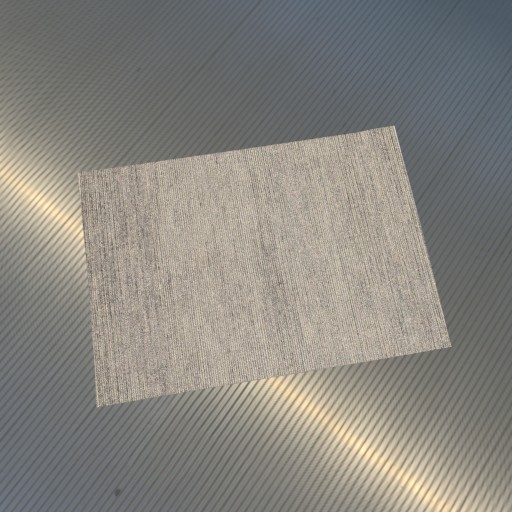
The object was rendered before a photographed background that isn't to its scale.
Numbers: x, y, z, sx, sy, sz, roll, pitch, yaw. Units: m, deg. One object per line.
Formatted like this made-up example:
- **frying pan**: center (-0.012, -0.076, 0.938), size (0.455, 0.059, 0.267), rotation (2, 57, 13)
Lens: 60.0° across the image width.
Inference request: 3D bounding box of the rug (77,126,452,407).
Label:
- **rug**: center (0.000, 0.000, 2.994), size (2.307, 0.030, 1.604), rotation (-9, 77, -2)
